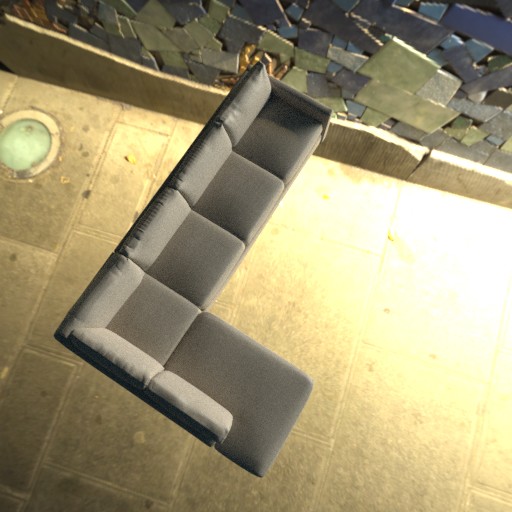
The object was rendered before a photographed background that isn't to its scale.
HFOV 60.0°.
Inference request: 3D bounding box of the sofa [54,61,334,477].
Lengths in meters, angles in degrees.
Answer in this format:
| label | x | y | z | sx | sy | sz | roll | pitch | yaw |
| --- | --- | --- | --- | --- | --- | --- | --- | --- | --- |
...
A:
| label | x | y | z | sx | sy | sz | roll | pitch | yaw |
| --- | --- | --- | --- | --- | --- | --- | --- | --- | --- |
| sofa | 0.000 | 0.000 | 3.123 | 1.617 | 0.703 | 2.423 | 31 | 78 | 7 |
